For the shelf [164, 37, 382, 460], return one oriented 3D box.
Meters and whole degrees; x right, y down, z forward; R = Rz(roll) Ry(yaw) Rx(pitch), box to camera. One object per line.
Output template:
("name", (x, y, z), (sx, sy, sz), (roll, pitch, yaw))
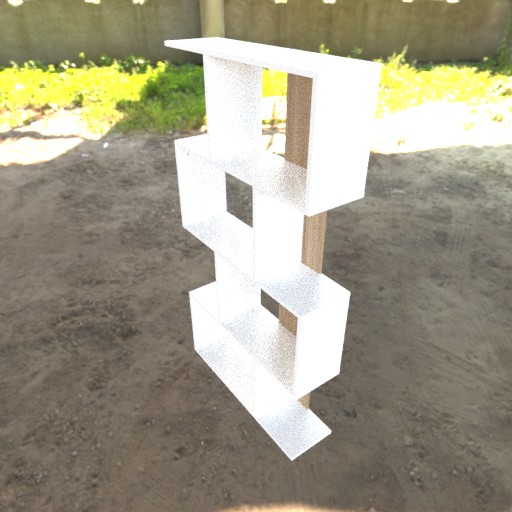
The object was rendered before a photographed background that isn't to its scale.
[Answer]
("shelf", (0.000, 0.000, 1.947), (0.250, 1.650, 0.890), (-21, 37, -30))
